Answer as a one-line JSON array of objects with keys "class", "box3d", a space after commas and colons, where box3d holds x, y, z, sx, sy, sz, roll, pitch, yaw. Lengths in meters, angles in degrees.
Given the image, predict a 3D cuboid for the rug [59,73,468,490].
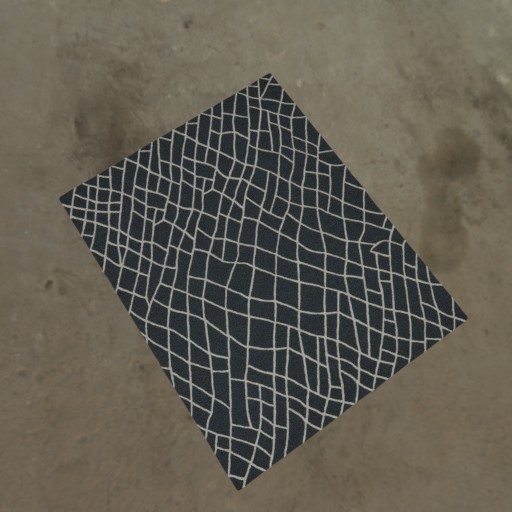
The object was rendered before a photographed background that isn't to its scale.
[{"class": "rug", "box3d": [0.000, 0.000, 4.027, 2.439, 0.022, 3.047, -34, 77, -8]}]
